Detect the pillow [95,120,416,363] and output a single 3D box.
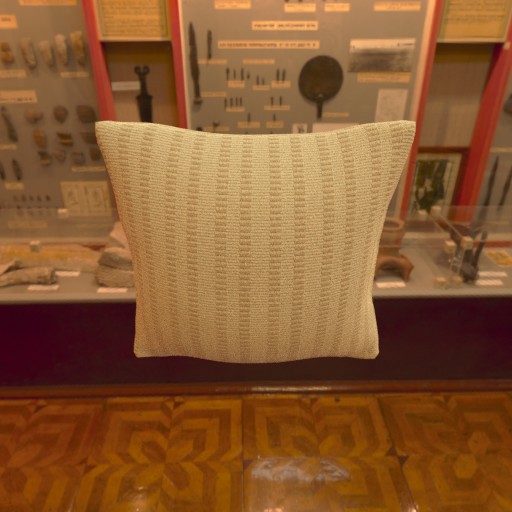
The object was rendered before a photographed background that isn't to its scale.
[{"bbox_3d":[0.000,0.000,0.697,0.438,0.419,0.247,0,29,0],"label":"pillow"}]
